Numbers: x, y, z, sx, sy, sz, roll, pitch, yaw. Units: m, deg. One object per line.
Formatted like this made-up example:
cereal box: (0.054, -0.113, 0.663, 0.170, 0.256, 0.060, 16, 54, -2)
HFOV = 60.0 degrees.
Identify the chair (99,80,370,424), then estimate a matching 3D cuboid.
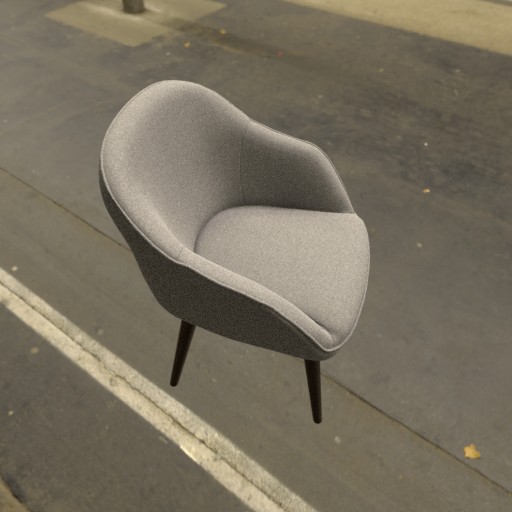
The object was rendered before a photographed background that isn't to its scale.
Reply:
chair: (0.000, 0.000, 1.218, 0.611, 0.810, 0.589, 11, 48, 10)
